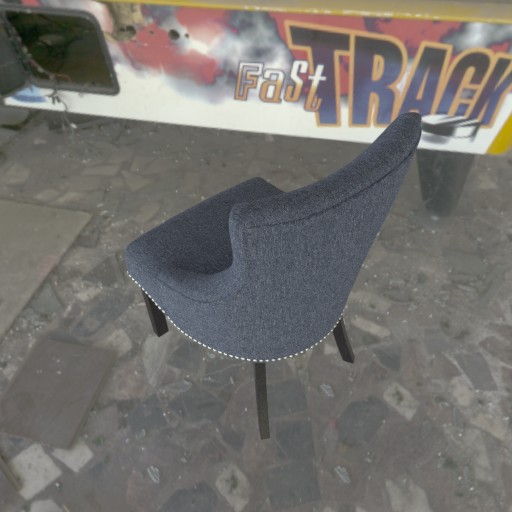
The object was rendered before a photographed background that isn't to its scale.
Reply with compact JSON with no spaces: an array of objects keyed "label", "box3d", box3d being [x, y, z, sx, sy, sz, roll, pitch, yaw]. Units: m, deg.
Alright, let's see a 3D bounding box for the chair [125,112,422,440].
[{"label":"chair","box3d":[0.000,0.000,1.265,0.566,0.909,0.629,-32,54,-27]}]
